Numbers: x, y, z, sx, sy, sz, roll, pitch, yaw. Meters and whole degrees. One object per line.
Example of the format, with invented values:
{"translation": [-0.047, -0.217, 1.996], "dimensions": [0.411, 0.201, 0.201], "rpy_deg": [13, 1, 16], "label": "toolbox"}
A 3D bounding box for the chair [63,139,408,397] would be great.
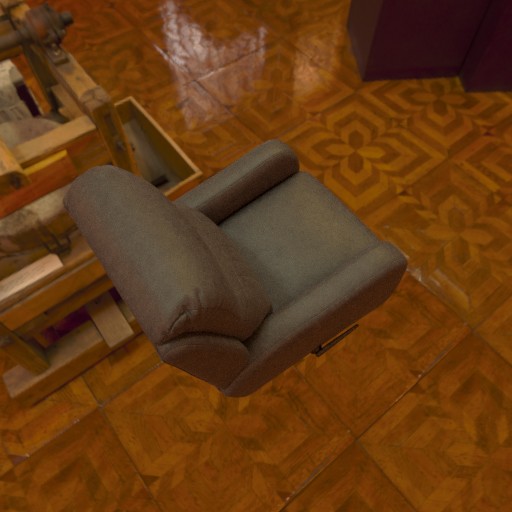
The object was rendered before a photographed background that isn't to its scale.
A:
{"translation": [0.000, 0.000, 1.802], "dimensions": [1.067, 1.067, 0.865], "rpy_deg": [-32, 64, -18], "label": "chair"}
